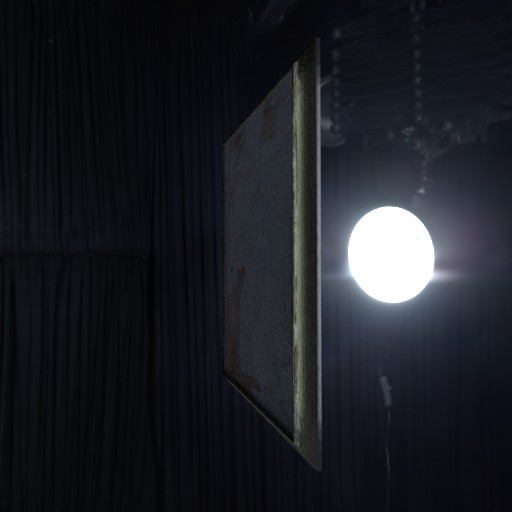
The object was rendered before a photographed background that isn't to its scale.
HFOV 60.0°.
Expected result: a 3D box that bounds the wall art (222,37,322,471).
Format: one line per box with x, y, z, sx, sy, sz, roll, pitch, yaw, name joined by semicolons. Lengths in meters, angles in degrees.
0.000;0.000;0.646;0.023;0.457;0.381;1;-2;-18;wall art
